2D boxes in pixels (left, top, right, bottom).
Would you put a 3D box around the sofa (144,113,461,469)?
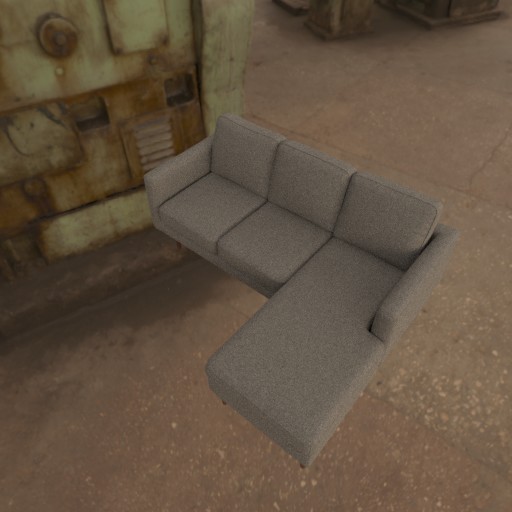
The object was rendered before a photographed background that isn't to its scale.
[{"bbox_3d":[0.000,0.000,2.988,2.055,0.957,1.667,31,53,26],"label":"sofa"}]
